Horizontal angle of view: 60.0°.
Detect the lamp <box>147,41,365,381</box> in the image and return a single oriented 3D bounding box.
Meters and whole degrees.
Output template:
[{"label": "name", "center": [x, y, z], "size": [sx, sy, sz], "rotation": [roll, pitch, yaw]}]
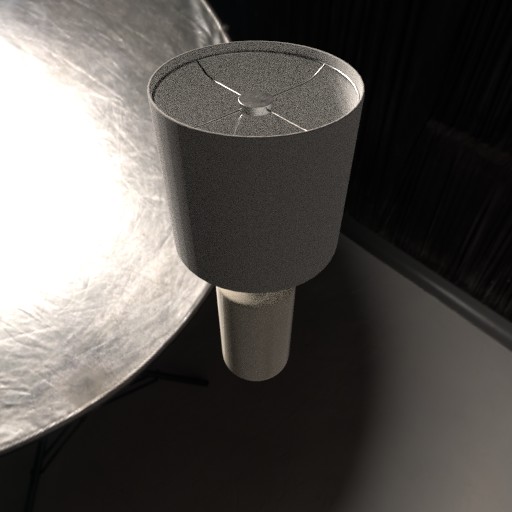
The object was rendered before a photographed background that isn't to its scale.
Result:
[{"label": "lamp", "center": [0.000, 0.000, 0.613], "size": [0.212, 0.493, 0.212], "rotation": [-32, 54, -27]}]
